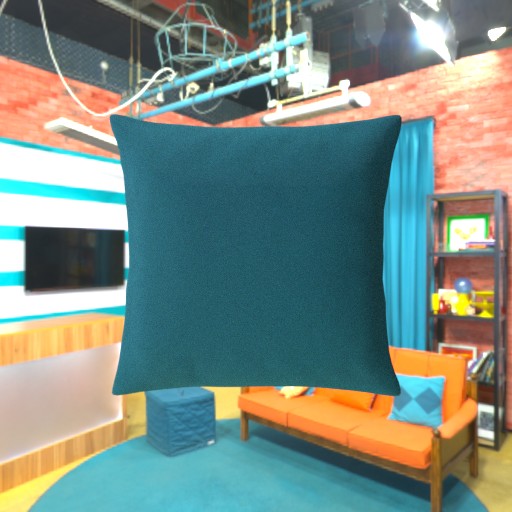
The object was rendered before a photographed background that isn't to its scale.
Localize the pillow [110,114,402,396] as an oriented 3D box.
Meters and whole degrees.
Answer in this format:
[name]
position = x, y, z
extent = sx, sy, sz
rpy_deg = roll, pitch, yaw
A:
[pillow]
position = 0.000, 0.000, 0.800
extent = 0.525, 0.508, 0.166
rpy_deg = 0, 0, 0
